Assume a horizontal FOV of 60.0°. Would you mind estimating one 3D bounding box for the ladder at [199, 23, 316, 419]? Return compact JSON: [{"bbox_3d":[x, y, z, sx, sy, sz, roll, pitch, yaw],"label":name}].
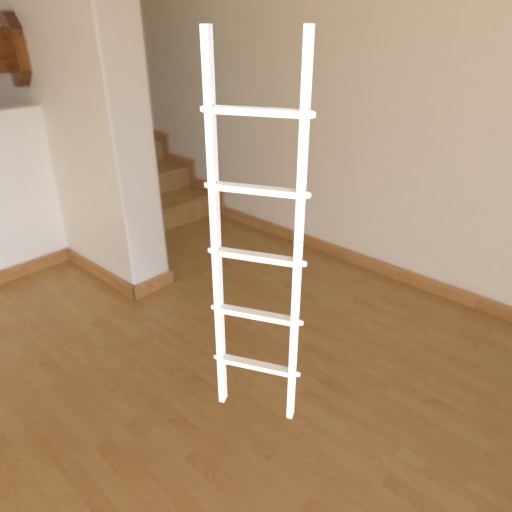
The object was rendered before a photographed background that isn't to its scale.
[{"bbox_3d":[0.000,0.000,1.934,0.452,1.797,0.051,8,28,15],"label":"ladder"}]
